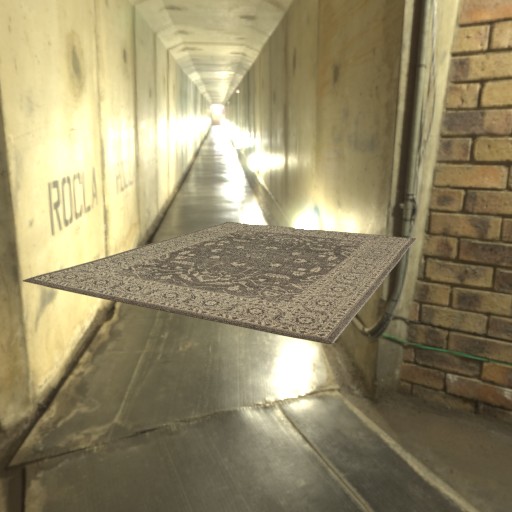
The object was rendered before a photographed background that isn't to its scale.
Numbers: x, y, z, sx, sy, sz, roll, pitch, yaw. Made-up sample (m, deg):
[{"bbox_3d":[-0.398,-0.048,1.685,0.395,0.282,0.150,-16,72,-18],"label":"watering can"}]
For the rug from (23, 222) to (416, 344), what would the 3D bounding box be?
[{"bbox_3d":[0.000,0.000,4.153,2.451,0.026,3.069,7,16,26],"label":"rug"}]
